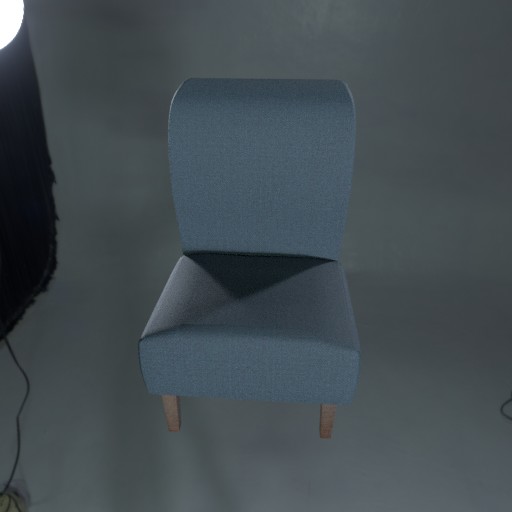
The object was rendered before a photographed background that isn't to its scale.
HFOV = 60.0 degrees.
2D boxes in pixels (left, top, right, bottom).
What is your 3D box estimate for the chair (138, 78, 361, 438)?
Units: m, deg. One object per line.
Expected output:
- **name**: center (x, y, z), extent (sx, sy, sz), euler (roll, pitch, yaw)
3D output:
- **chair**: center (0.000, 0.000, 1.172), extent (0.513, 0.804, 0.592), euler (1, 29, 3)
